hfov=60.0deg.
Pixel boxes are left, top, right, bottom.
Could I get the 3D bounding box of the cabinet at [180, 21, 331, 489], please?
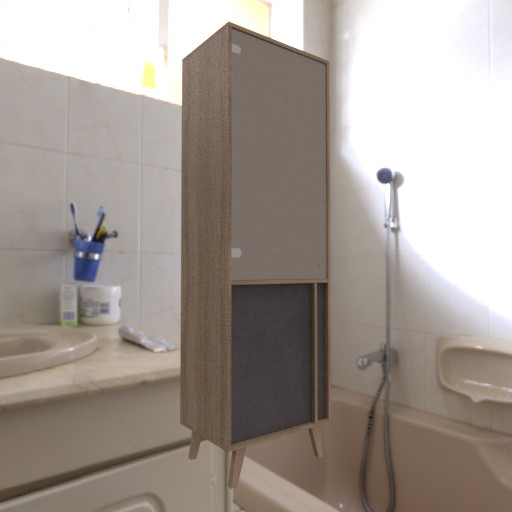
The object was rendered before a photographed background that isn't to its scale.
[{"bbox_3d":[0.000,0.000,2.066,0.570,1.850,0.400,1,-2,-37],"label":"cabinet"}]
